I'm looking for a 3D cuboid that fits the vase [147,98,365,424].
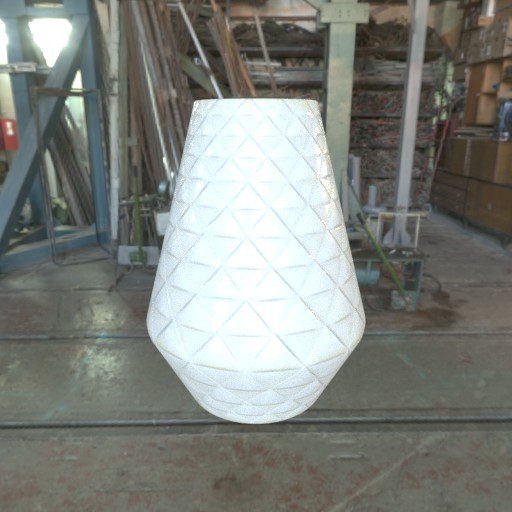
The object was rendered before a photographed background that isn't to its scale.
[{"bbox_3d":[0.000,0.000,0.350,0.175,0.230,0.175,0,17,0],"label":"vase"}]
